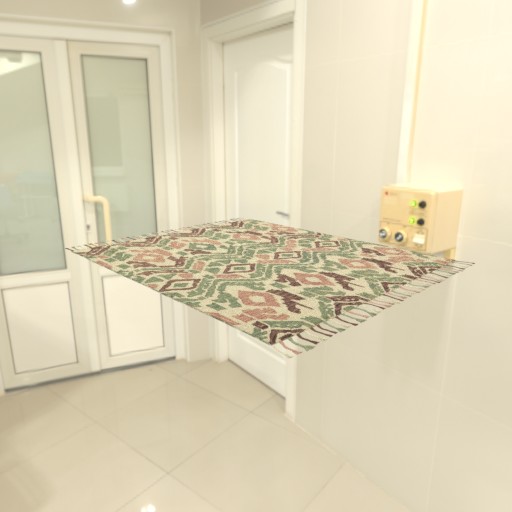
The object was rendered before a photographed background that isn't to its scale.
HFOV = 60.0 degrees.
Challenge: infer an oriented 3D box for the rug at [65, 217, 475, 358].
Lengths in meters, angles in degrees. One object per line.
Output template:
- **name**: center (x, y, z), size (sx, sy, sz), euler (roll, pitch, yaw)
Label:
- **rug**: center (0.000, 0.000, 4.116), size (2.438, 0.010, 3.048), euler (-15, 21, -42)
